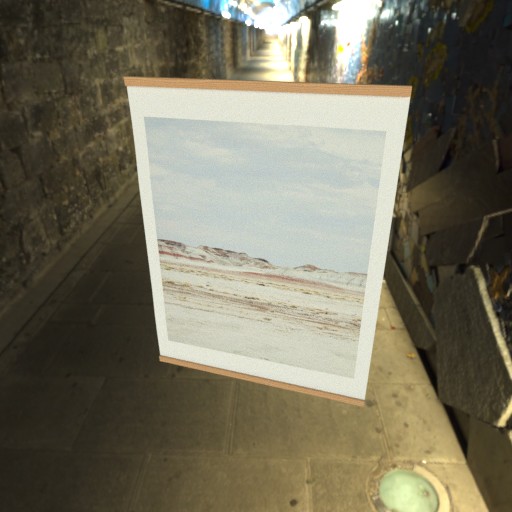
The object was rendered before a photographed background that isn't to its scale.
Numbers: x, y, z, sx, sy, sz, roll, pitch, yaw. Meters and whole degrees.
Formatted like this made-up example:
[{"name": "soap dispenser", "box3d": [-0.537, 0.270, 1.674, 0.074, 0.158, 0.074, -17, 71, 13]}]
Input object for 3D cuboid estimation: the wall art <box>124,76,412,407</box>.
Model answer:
[{"name": "wall art", "box3d": [0.000, 0.000, 0.820, 0.458, 0.605, 0.011, 8, 28, 16]}]
